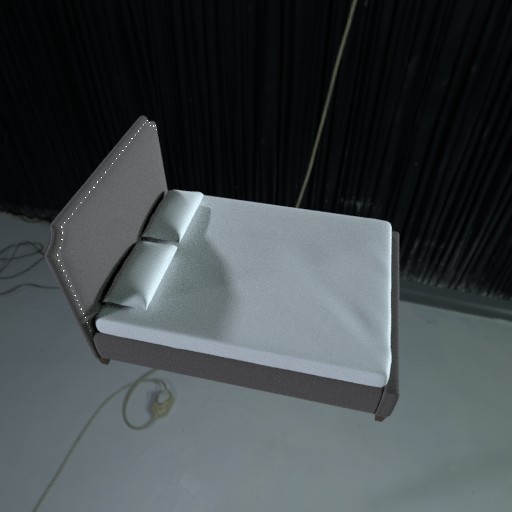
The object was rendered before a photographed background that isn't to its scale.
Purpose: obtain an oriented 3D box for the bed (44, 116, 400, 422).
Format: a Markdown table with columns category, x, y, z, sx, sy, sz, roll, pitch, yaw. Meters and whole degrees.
| category | x | y | z | sx | sy | sz | roll | pitch | yaw |
| --- | --- | --- | --- | --- | --- | --- | --- | --- | --- |
| bed | 0.000 | 0.000 | 3.554 | 2.372 | 1.443 | 1.713 | 9 | 46 | 9 |
